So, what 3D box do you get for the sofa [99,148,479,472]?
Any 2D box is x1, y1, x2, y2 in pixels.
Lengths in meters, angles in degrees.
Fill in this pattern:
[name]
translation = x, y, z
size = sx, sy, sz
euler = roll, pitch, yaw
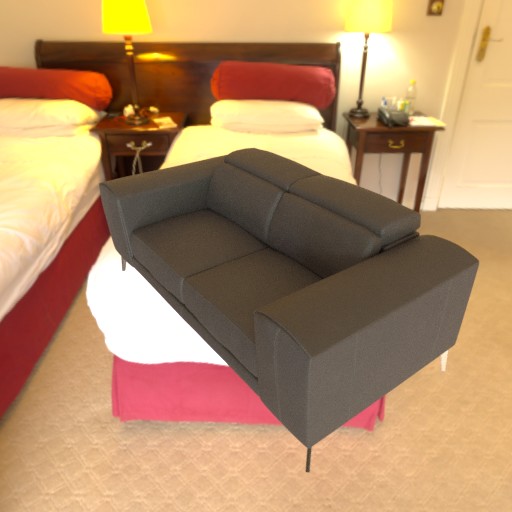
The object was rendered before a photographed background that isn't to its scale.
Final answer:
[sofa]
translation = 0.000, 0.000, 2.382
size = 1.003, 0.779, 1.895
euler = -21, 36, -31
